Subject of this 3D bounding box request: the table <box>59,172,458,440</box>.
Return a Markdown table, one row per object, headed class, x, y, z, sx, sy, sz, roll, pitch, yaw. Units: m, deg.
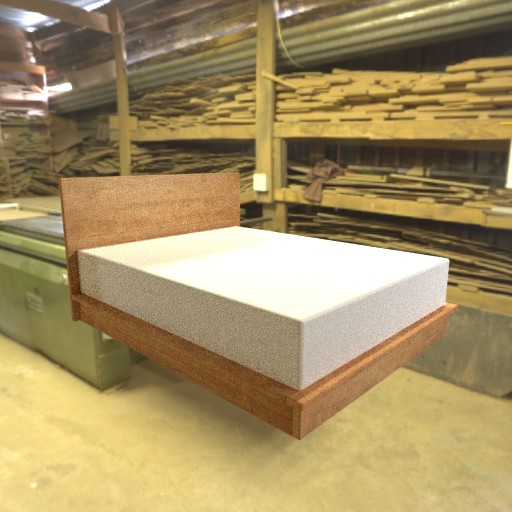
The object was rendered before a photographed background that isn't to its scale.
| class | x | y | z | sx | sy | sz | roll | pitch | yaw |
| --- | --- | --- | --- | --- | --- | --- | --- | --- | --- |
| table | 0.000 | 0.000 | 3.050 | 2.149 | 1.041 | 1.707 | 12 | 17 | 43 |
